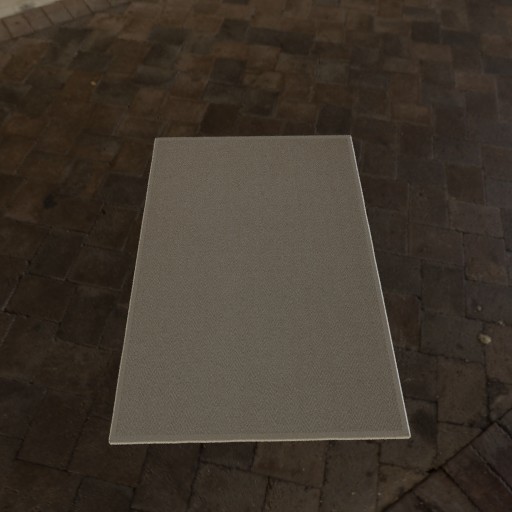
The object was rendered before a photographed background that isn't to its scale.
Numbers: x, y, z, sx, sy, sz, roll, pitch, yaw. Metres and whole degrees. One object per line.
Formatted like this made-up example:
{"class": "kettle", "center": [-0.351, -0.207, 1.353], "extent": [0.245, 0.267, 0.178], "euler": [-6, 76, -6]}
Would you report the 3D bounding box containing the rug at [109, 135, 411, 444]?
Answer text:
{"class": "rug", "center": [0.000, 0.000, 2.858], "extent": [1.532, 0.017, 2.244], "euler": [-1, 57, -1]}
